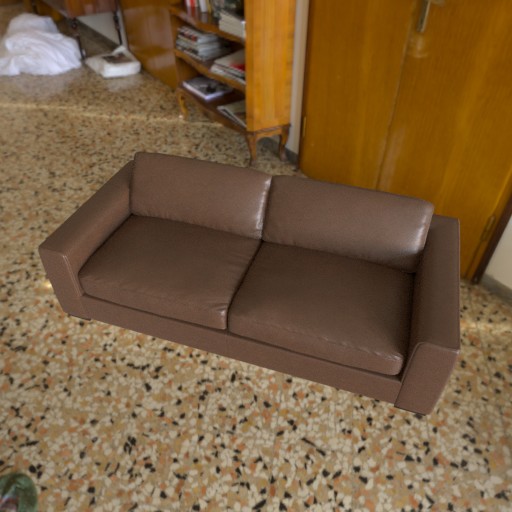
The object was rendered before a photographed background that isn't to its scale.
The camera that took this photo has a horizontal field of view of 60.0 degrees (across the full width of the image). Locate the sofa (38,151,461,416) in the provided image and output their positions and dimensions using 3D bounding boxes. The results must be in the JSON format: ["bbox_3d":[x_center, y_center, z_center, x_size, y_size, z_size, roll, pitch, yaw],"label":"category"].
[{"bbox_3d":[0.000,0.000,2.681,2.262,0.801,1.070,12,43,14],"label":"sofa"}]
